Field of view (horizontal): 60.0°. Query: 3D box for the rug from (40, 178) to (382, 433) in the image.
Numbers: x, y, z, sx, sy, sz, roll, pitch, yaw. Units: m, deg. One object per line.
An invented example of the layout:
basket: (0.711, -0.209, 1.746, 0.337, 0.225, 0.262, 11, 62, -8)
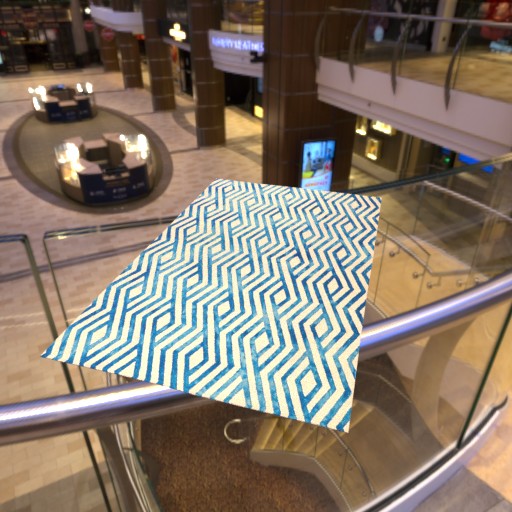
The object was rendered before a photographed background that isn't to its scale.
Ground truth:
rug: (0.000, 0.000, 3.016, 1.531, 0.008, 2.439, 9, 33, 14)
